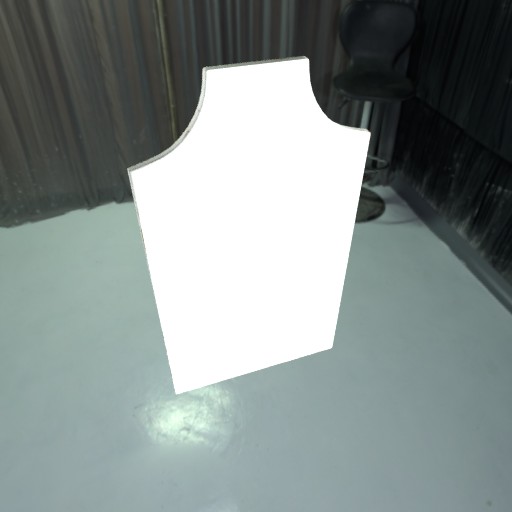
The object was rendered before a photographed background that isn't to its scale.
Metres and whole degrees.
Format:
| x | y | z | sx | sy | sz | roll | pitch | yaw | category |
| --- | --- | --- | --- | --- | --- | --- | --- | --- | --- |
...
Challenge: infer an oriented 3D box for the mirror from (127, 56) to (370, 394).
| x | y | z | sx | sy | sz | roll | pitch | yaw | category |
| --- | --- | --- | --- | --- | --- | --- | --- | --- | --- |
| 0.000 | 0.000 | 0.855 | 0.403 | 0.717 | 0.022 | -13 | 42 | -15 | mirror |
